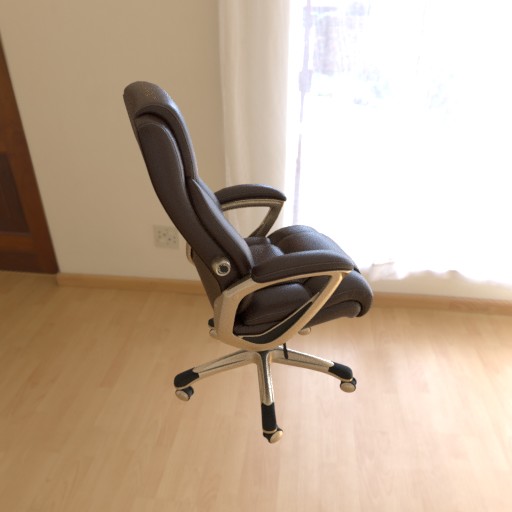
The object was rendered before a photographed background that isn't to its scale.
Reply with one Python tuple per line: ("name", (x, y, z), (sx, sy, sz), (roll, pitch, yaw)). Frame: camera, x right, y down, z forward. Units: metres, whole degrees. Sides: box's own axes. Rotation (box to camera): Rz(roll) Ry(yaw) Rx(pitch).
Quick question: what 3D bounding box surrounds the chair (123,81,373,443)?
("chair", (0.000, 0.000, 1.605), (0.749, 1.194, 0.692), (-9, 31, -16))
